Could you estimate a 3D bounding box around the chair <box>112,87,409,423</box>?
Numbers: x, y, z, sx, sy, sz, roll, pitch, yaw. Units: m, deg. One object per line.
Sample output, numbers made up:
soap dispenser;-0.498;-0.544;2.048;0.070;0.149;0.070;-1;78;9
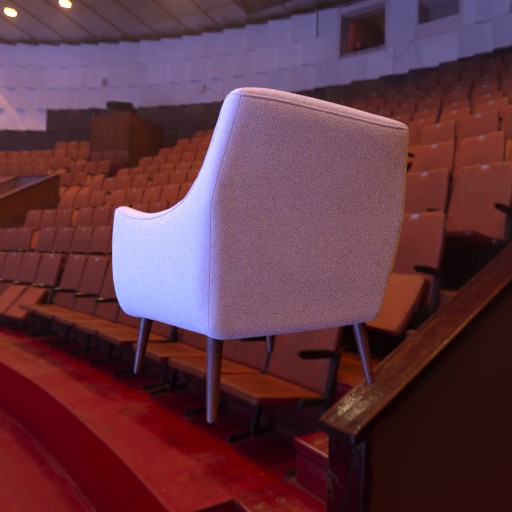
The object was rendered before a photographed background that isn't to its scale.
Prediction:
chair;0.000;0.000;1.481;0.762;0.838;0.787;0;1;-34
